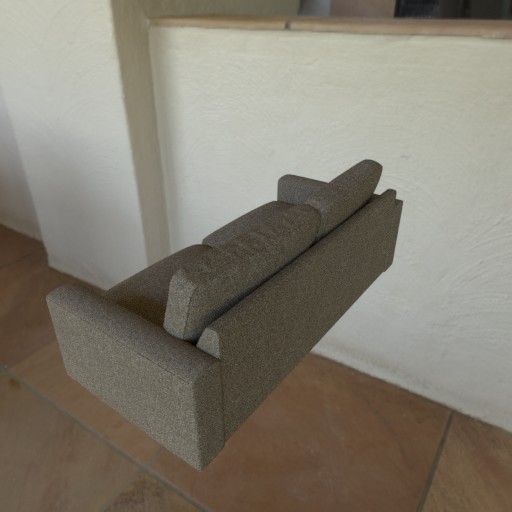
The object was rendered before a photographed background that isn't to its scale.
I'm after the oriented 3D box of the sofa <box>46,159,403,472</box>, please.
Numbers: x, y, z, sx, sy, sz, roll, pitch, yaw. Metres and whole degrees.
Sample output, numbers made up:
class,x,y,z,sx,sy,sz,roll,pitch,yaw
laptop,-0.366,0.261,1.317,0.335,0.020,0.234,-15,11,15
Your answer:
class,x,y,z,sx,sy,sz,roll,pitch,yaw
sofa,0.000,0.000,2.709,1.016,0.873,2.179,20,35,31
